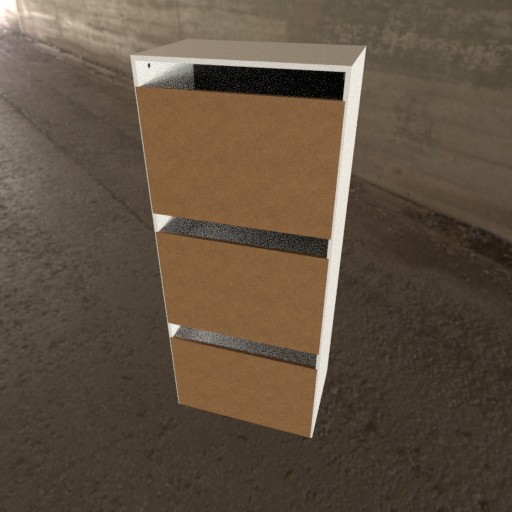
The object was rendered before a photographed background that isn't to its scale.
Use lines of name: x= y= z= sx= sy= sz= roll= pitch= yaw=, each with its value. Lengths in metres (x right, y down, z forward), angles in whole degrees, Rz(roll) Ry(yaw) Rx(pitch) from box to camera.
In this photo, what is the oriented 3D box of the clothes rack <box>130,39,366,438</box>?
clothes rack: x=0.000 y=0.000 z=1.396 sx=0.500 sy=1.187 sz=0.330 roll=9 pitch=34 yaw=14
